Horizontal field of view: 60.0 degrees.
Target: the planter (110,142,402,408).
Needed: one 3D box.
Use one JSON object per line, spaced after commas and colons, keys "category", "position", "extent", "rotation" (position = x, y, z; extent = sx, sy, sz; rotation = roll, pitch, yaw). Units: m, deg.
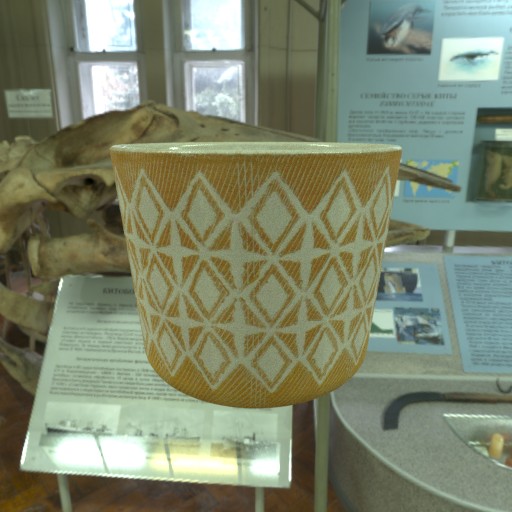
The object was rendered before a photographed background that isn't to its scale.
{"category": "planter", "position": [0.000, 0.000, 0.215], "extent": [0.126, 0.104, 0.126], "rotation": [0, 16, 0]}
